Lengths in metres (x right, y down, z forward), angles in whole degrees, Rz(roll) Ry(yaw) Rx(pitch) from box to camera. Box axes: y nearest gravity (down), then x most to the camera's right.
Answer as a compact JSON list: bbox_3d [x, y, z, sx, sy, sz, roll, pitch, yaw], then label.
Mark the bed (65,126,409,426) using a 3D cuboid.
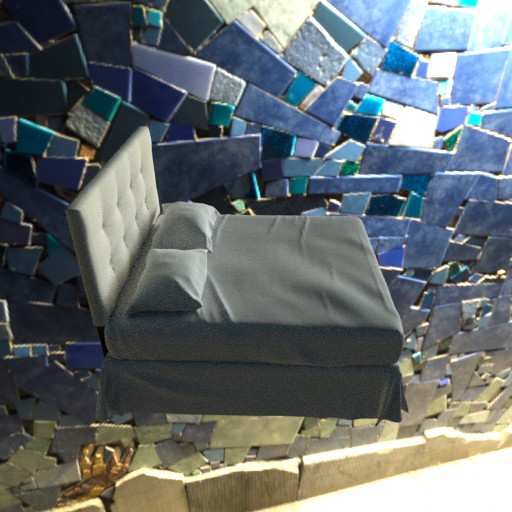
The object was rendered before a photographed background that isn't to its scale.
[{"bbox_3d":[0.000,0.000,3.484,2.222,1.577,1.936,1,32,1],"label":"bed"}]
